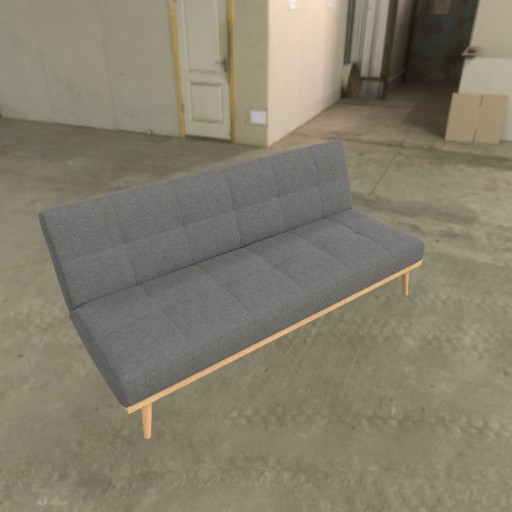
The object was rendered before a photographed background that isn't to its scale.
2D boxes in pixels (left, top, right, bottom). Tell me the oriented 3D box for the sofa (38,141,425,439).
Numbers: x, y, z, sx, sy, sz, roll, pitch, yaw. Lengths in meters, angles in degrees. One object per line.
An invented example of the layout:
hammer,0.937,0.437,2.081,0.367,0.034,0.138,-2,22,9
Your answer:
sofa,0.000,0.000,2.288,1.820,0.770,0.820,-21,36,-31
